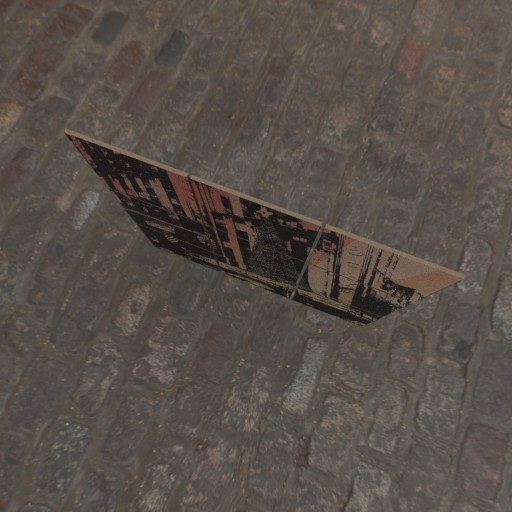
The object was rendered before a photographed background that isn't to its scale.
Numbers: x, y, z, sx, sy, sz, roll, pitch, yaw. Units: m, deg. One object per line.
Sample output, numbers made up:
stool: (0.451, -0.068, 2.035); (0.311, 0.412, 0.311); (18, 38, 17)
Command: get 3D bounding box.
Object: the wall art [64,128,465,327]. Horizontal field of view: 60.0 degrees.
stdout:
wall art: (0.000, 0.000, 2.307); (1.527, 1.521, 0.017); (21, 76, 5)
